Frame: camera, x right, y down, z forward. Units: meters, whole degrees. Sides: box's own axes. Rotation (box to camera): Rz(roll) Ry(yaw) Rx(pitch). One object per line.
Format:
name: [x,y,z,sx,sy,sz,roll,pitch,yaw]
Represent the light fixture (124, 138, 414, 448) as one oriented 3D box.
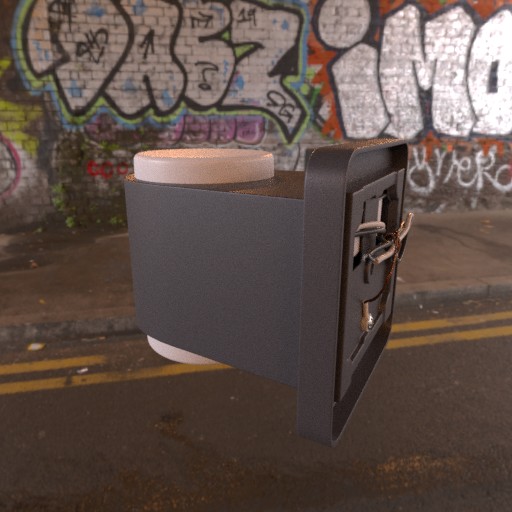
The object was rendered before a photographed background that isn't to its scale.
light fixture: [0.000,0.000,0.214,0.132,0.109,0.109,9,19,26]
